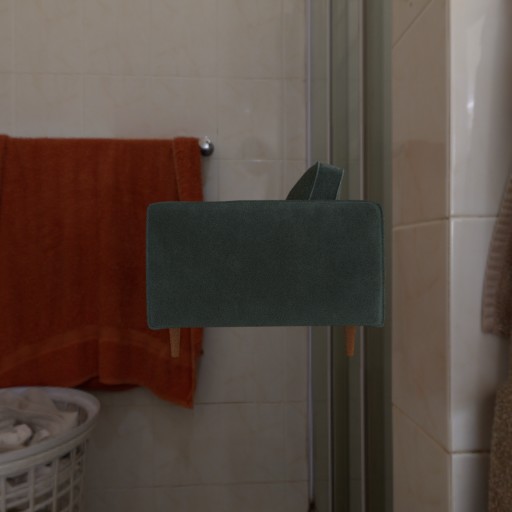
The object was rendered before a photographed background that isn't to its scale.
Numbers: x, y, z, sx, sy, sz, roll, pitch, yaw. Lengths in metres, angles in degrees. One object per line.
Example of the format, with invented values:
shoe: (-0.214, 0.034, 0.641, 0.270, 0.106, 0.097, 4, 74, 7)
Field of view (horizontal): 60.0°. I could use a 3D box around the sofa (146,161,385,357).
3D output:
sofa: (0.000, 0.000, 2.667, 0.886, 0.781, 2.214, 0, 1, -1)
